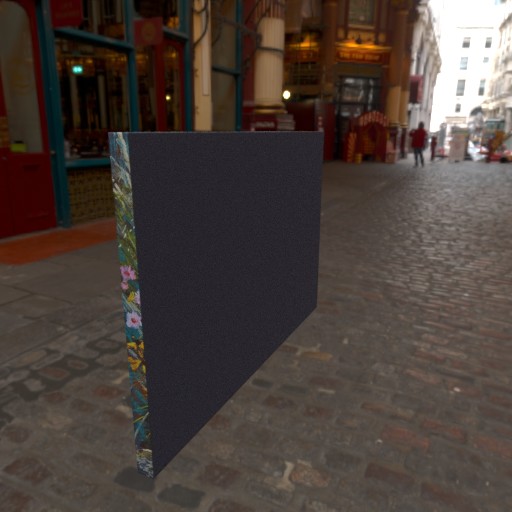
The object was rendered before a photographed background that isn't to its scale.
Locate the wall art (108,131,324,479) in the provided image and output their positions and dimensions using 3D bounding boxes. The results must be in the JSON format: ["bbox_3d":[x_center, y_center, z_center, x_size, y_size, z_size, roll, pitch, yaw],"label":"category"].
[{"bbox_3d":[0.000,0.000,1.119,0.037,0.604,0.908,8,17,25],"label":"wall art"}]
